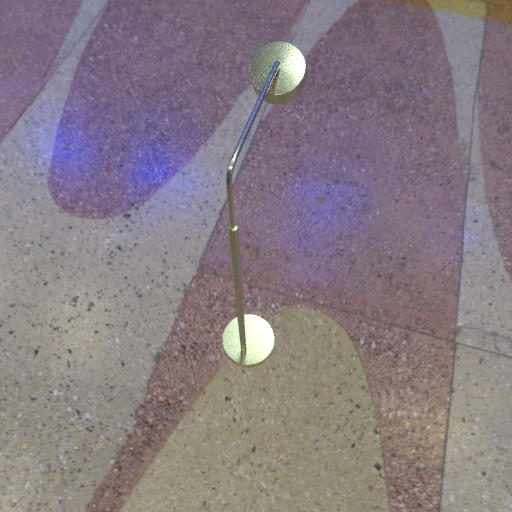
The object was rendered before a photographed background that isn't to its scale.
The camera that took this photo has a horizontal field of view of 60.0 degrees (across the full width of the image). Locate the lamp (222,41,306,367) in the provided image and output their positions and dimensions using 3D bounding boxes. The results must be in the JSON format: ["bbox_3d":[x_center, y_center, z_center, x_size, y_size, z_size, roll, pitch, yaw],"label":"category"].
[{"bbox_3d":[0.000,0.000,1.401,0.222,1.250,0.421,17,64,8],"label":"lamp"}]
